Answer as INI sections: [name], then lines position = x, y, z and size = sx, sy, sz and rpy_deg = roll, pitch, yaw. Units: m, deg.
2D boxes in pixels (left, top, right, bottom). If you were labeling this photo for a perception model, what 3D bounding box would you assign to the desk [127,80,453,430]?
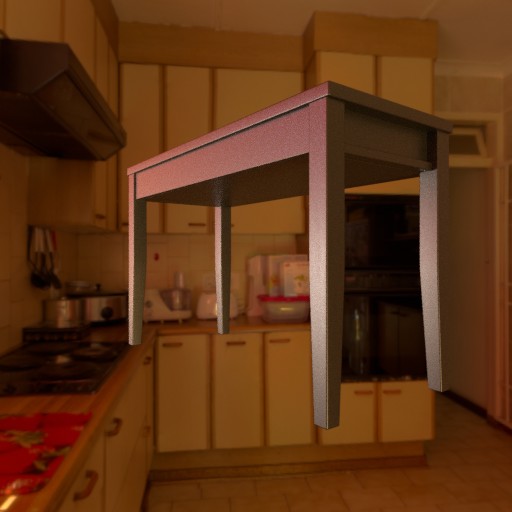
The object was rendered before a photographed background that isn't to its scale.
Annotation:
[desk]
position = 0.000, 0.000, 1.613
size = 0.508, 0.775, 1.220
rpy_deg = 0, 0, -37
